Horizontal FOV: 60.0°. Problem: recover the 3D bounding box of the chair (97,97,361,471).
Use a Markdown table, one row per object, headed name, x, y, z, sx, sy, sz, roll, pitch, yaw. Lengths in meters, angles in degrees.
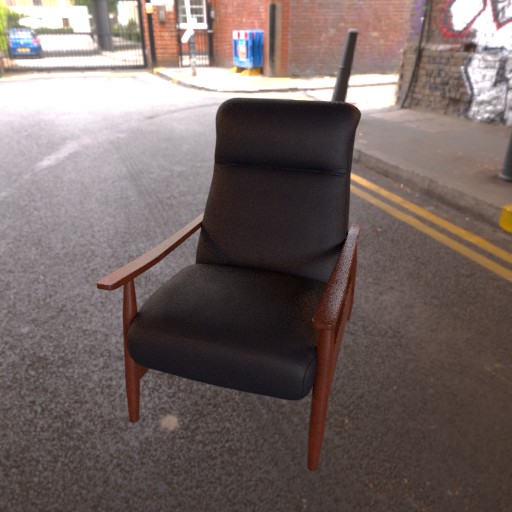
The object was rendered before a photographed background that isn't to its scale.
| name | x | y | z | sx | sy | sz | roll | pitch | yaw |
| --- | --- | --- | --- | --- | --- | --- | --- | --- | --- |
| chair | 0.000 | 0.000 | 1.777 | 0.762 | 1.082 | 1.014 | 8 | 28 | 16 |
